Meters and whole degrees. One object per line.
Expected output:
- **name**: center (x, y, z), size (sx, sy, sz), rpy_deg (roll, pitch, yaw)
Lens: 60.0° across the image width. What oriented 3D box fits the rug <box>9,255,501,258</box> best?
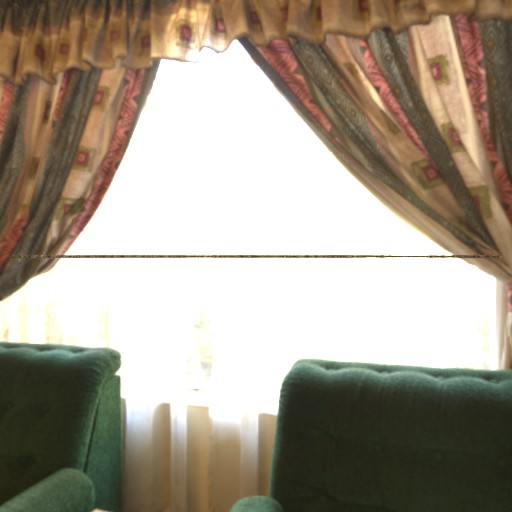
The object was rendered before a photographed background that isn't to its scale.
- **rug**: center (0.000, 0.000, 2.213), size (1.808, 0.011, 1.189), rpy_deg (0, 0, 0)
